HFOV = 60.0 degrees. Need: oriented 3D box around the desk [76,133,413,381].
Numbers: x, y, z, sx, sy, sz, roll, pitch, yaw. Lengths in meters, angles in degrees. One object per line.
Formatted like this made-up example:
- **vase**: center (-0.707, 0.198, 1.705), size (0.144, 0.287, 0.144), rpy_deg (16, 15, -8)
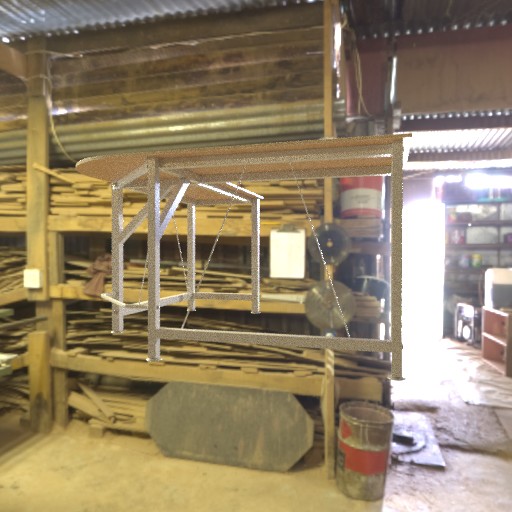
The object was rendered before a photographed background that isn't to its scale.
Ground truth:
- **desk**: center (0.000, 0.000, 2.212), size (1.400, 0.762, 1.400), rpy_deg (0, 1, 16)
